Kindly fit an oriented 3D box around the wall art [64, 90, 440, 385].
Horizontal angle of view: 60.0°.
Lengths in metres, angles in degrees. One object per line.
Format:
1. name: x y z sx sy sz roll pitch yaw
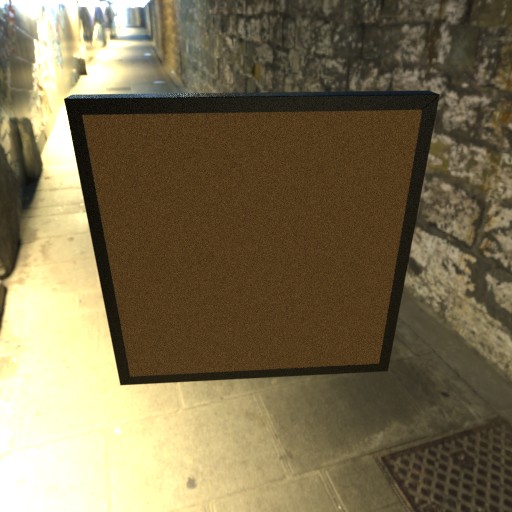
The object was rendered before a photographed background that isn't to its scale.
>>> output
1. wall art: 0.000 0.000 0.732 0.508 0.508 0.036 -2 29 -4
